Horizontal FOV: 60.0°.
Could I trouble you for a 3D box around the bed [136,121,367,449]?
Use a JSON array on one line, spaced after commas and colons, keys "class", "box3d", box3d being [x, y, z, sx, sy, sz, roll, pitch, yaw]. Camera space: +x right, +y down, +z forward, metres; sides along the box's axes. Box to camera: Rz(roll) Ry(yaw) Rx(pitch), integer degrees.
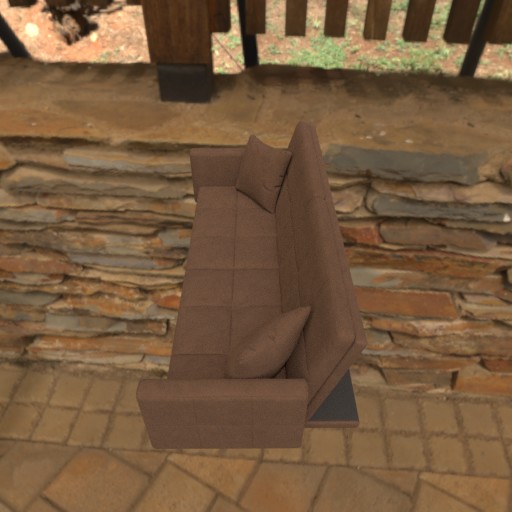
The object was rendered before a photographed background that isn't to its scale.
[{"class": "bed", "box3d": [0.000, 0.000, 2.412, 0.889, 0.787, 1.905, 0, 41, 0]}]
